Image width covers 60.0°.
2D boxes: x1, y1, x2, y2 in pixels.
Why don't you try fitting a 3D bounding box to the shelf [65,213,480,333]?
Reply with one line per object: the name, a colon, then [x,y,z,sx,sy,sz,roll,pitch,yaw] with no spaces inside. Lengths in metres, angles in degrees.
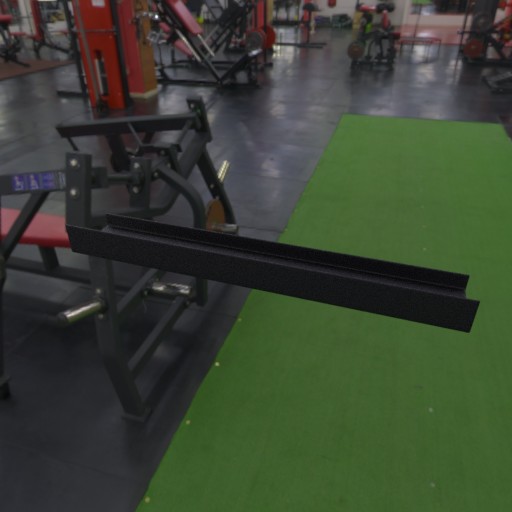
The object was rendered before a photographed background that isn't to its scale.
shelf: [0.000,0.000,0.671,0.605,0.053,0.102,10,33,16]
